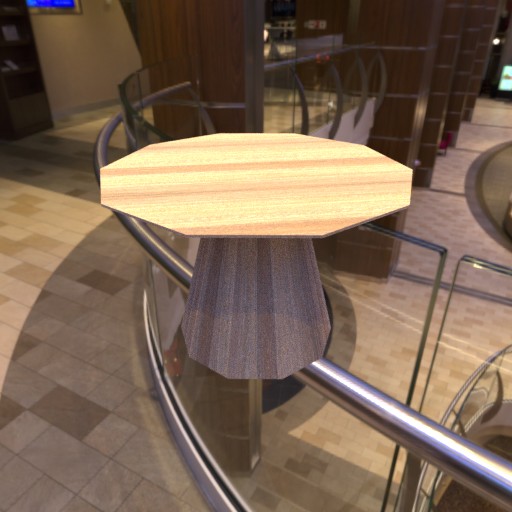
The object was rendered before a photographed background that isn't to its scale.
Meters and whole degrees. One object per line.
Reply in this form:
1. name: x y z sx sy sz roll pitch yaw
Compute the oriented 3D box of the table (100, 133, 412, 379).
1. table: 0.000 0.000 1.866 1.186 0.752 1.186 0 29 0
